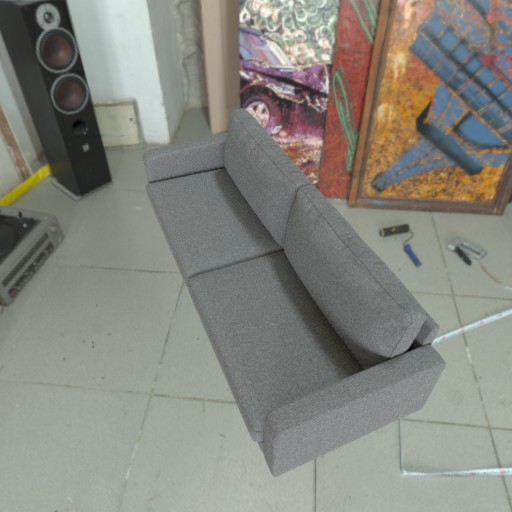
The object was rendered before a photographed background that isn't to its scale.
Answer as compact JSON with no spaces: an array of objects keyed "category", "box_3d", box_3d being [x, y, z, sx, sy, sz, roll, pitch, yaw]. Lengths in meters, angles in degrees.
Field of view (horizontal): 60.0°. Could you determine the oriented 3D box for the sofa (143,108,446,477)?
[{"category":"sofa","box_3d":[0.000,0.000,2.638,0.880,0.880,2.200,-17,47,-16]}]
